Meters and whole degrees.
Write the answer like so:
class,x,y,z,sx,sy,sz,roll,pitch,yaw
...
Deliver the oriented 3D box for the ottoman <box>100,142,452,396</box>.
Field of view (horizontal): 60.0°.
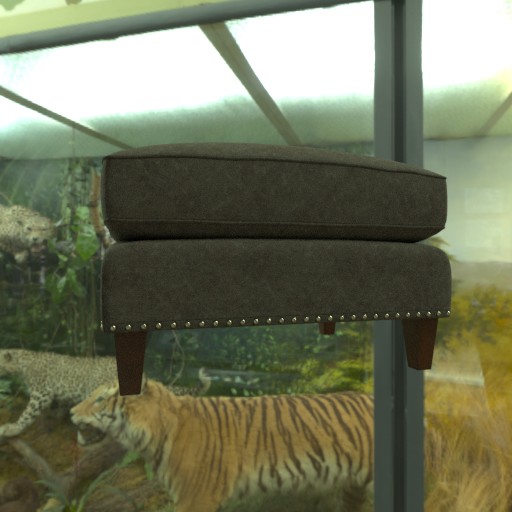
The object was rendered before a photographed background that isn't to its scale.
class,x,y,z,sx,sy,sz,roll,pitch,yaw
ottoman,0.000,0.000,1.148,0.741,0.513,0.584,0,0,-17
